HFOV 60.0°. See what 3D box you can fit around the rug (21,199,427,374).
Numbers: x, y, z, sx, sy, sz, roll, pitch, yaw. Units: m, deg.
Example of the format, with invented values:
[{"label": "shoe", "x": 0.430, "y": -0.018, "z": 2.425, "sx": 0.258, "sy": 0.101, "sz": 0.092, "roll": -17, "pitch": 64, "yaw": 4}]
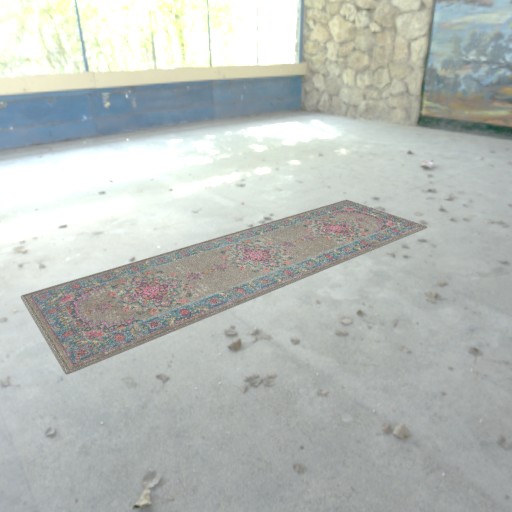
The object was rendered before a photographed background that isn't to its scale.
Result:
[{"label": "rug", "x": 0.000, "y": 0.000, "z": 1.981, "sx": 1.827, "sy": 0.012, "sz": 0.553, "roll": -19, "pitch": 32, "yaw": -34}]
